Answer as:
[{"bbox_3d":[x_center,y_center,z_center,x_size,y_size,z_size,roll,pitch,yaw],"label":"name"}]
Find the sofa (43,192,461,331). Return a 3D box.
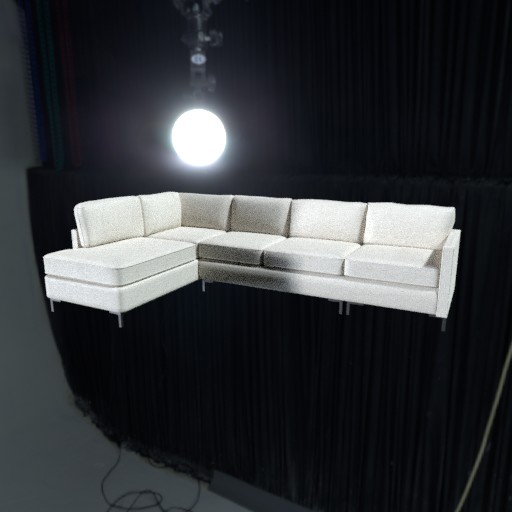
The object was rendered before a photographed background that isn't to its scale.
[{"bbox_3d":[0.000,0.000,4.189,3.384,0.996,2.048,7,15,26],"label":"sofa"}]
